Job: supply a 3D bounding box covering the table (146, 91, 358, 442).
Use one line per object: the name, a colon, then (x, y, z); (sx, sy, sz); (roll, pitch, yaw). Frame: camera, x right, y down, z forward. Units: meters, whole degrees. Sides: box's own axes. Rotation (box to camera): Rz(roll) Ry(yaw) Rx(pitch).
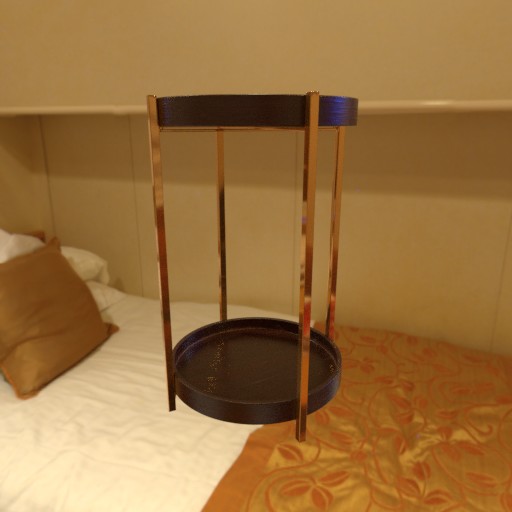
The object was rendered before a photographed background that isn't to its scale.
table: (0.000, 0.000, 0.906); (0.400, 0.610, 0.400); (-8, 18, -24)
